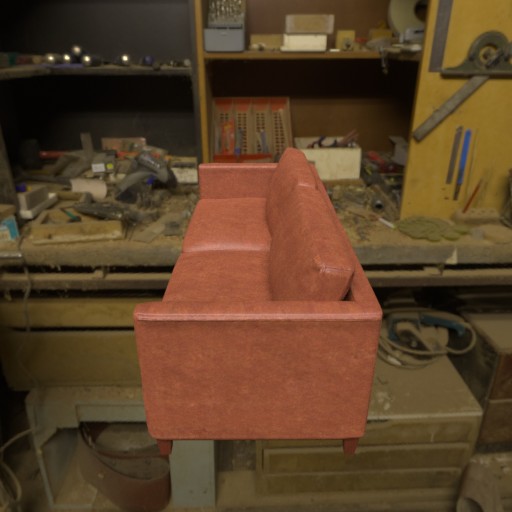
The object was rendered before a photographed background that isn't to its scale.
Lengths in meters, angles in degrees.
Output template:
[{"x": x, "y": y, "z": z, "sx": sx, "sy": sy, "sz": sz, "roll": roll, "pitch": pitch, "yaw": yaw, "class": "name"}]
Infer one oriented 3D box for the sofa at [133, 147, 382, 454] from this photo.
[{"x": 0.000, "y": 0.000, "z": 2.708, "sx": 0.950, "sy": 0.932, "sz": 2.204, "roll": 0, "pitch": 26, "yaw": 0, "class": "sofa"}]
